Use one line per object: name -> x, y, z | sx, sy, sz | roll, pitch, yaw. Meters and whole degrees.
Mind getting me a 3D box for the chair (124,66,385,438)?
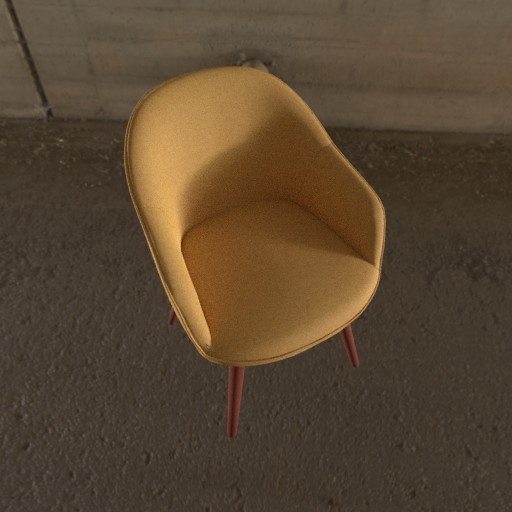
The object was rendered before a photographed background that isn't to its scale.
chair -> 0.000, 0.000, 1.255 | 0.596, 0.823, 0.635 | -23, 51, -20
